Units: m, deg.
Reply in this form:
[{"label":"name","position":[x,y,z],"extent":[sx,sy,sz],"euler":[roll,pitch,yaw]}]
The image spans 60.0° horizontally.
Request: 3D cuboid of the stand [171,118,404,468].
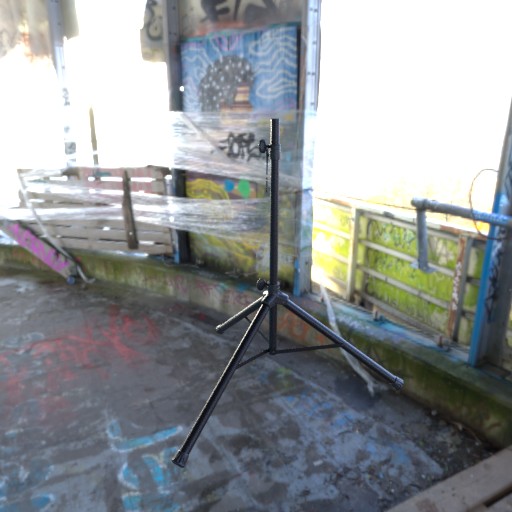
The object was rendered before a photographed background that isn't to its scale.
[{"label":"stand","position":[0.000,0.000,1.919],"extent":[1.045,1.136,0.907],"euler":[-8,19,-25]}]
